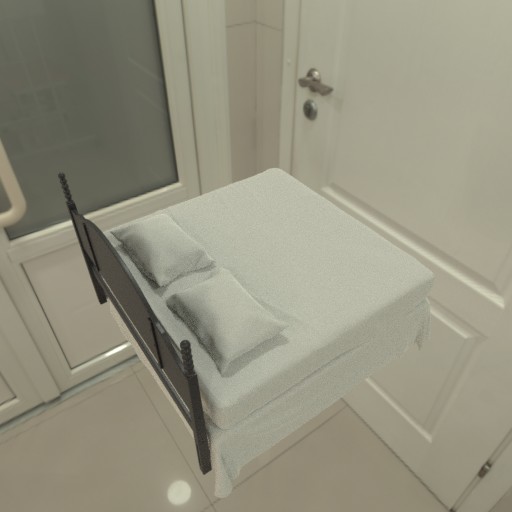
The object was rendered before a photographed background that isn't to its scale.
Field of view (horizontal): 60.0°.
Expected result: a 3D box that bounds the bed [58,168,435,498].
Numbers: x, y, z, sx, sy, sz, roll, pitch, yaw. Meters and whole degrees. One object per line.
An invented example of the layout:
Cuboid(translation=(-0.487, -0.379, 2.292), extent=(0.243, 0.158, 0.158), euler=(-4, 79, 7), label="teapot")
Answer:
Cuboid(translation=(0.000, 0.000, 3.539), extent=(2.219, 1.355, 2.322), euler=(-25, 47, -26), label="bed")
